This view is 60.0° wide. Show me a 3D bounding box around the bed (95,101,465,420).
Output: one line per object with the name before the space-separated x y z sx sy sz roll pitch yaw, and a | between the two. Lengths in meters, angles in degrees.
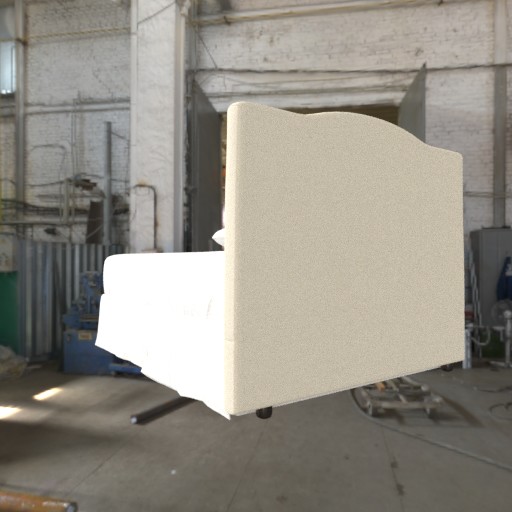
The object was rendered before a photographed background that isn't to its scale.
bed | 0.000 0.000 3.193 1.741 1.449 2.196 0 0 -35
